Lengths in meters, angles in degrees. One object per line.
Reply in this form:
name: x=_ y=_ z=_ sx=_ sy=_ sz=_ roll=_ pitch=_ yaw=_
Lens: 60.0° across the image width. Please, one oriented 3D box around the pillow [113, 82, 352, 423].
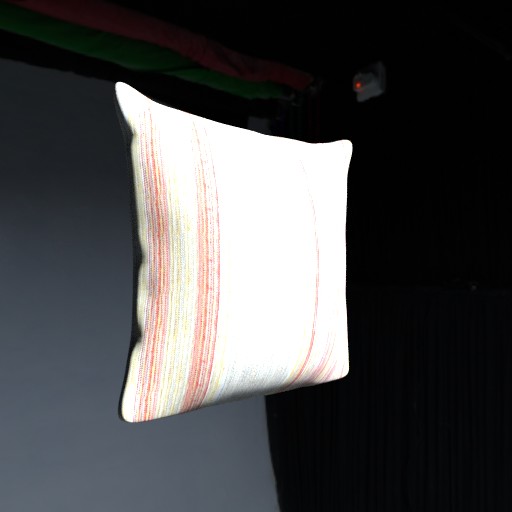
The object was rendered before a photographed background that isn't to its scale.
pillow: x=0.000 y=0.000 z=0.701 sx=0.451 sy=0.449 sz=0.191 roll=1 pitch=-2 yaw=-36
